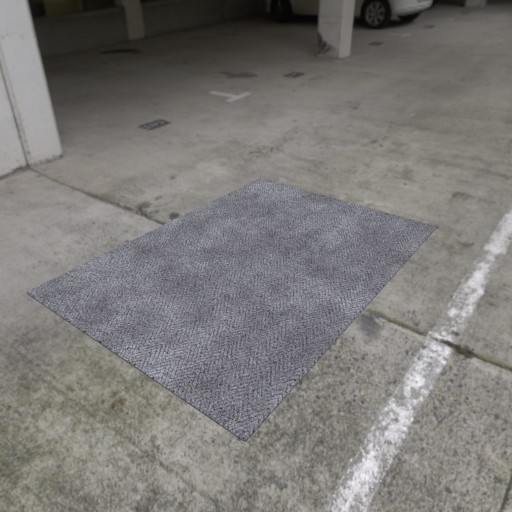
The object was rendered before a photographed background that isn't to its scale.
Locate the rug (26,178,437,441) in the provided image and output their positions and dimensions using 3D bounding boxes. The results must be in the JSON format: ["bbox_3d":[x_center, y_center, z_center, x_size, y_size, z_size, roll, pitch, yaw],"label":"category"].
[{"bbox_3d":[0.000,0.000,2.871,1.600,0.008,2.235,22,37,31],"label":"rug"}]
